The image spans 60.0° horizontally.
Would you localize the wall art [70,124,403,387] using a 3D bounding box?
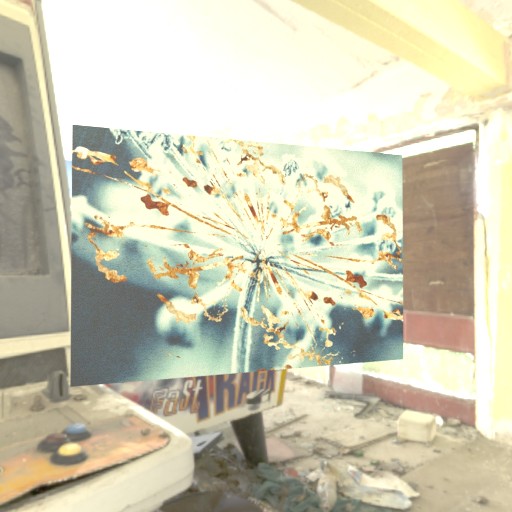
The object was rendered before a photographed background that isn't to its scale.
[{"bbox_3d":[0.000,0.000,1.479,1.138,0.759,0.035,0,-1,-19],"label":"wall art"}]
